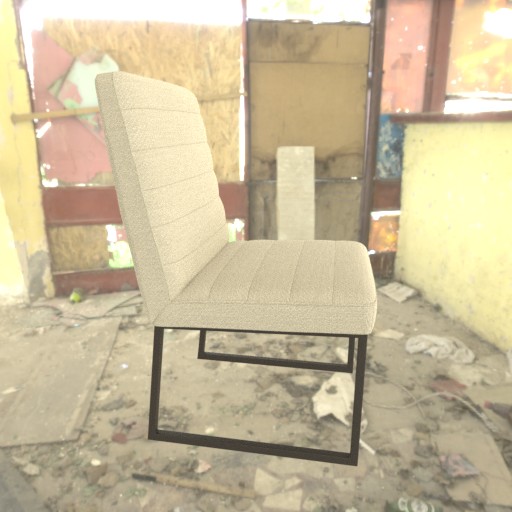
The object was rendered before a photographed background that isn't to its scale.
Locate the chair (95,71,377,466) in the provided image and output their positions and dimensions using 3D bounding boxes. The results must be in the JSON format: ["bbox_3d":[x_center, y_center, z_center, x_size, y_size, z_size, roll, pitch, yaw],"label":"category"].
[{"bbox_3d":[0.000,0.000,1.244,0.634,0.930,0.520,3,16,10],"label":"chair"}]
